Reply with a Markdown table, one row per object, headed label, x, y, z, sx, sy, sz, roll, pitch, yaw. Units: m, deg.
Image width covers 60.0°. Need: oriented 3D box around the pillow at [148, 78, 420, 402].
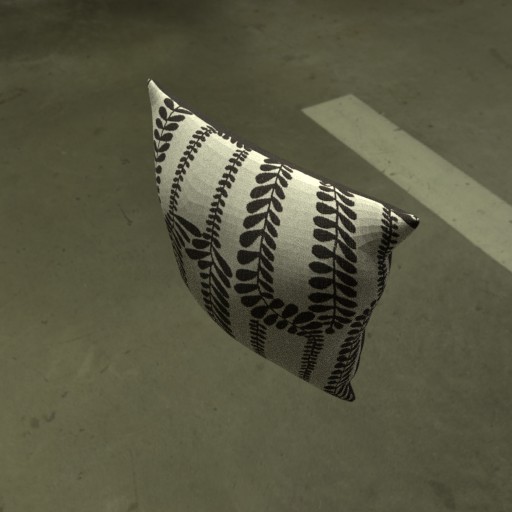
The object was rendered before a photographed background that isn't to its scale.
| label | x | y | z | sx | sy | sz | roll | pitch | yaw |
| --- | --- | --- | --- | --- | --- | --- | --- | --- | --- |
| pillow | 0.000 | 0.000 | 0.695 | 0.440 | 0.441 | 0.182 | 34 | 56 | 27 |
